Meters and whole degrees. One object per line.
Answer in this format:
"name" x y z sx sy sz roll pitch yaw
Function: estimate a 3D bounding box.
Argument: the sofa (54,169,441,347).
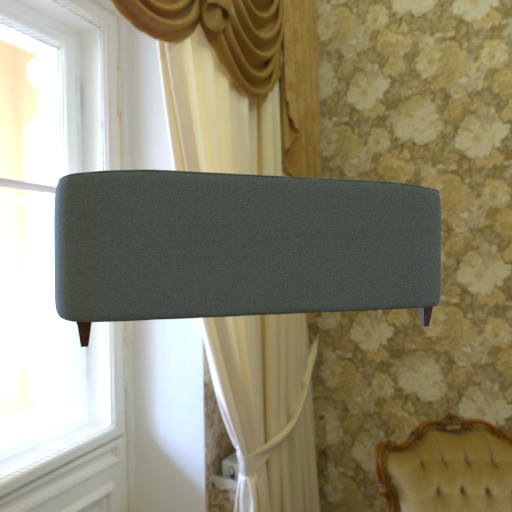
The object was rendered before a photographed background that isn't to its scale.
"sofa" 0.000 0.000 2.753 2.278 0.855 0.941 0 1 -17
